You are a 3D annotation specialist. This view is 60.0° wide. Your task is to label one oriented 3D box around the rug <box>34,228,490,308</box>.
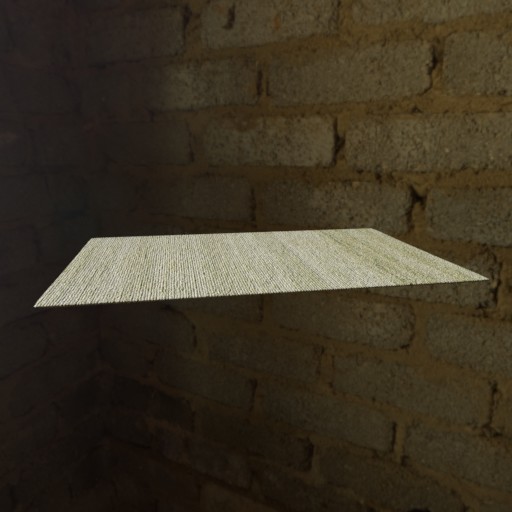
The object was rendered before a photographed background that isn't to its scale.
[{"bbox_3d":[0.000,0.000,2.204,1.758,0.010,1.143,-3,15,-10],"label":"rug"}]
